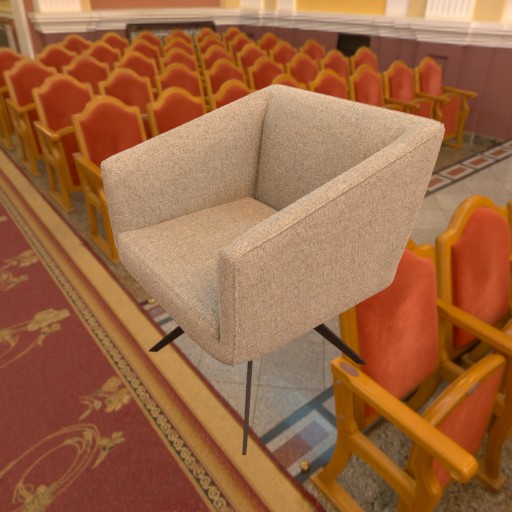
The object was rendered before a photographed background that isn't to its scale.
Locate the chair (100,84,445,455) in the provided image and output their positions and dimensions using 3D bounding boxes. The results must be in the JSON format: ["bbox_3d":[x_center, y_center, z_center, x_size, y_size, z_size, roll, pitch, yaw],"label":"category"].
[{"bbox_3d":[0.000,0.000,1.233,0.623,0.760,0.628,-22,38,-32],"label":"chair"}]
